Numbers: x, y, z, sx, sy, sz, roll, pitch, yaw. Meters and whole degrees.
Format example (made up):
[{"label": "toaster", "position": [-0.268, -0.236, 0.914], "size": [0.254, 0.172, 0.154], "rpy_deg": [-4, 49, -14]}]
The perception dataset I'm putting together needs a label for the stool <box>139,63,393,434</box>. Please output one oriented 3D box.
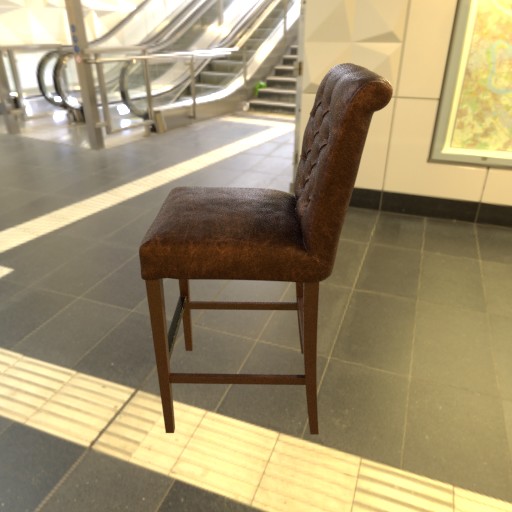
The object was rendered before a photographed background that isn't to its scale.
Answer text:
[{"label": "stool", "position": [0.000, 0.000, 1.485], "size": [0.659, 1.168, 0.483], "rpy_deg": [1, 28, 1]}]
